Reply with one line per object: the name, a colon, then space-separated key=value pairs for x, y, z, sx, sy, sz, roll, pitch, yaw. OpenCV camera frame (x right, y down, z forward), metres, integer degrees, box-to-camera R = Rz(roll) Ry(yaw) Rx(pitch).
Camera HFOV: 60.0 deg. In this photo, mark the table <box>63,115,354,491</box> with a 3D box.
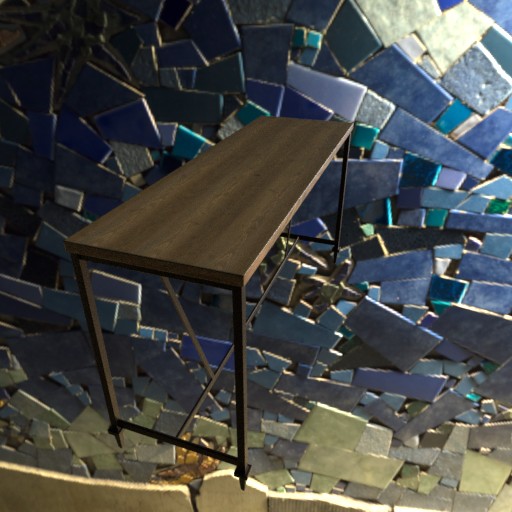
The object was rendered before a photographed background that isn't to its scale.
table: x=0.000 y=0.000 z=2.080 sx=0.551 sy=0.902 sz=1.700 roll=10 pitch=31 yaw=17
